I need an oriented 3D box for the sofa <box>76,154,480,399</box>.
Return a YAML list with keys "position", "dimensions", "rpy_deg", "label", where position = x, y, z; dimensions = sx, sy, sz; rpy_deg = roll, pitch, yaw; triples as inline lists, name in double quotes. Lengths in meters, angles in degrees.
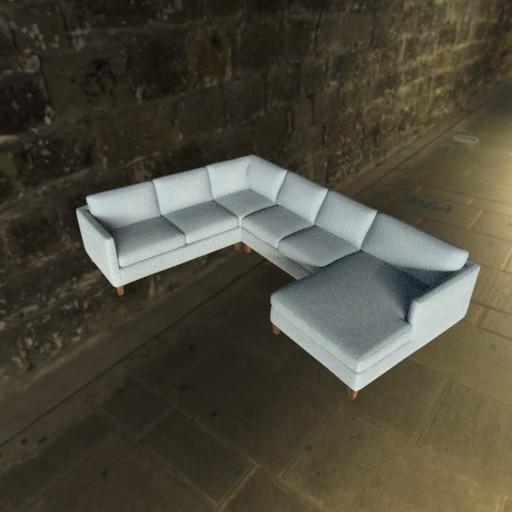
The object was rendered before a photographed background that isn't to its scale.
- position: [0.000, 0.000, 4.572]
  dimensions: [2.551, 0.889, 3.403]
  rpy_deg: [-22, 38, -31]
  label: "sofa"
